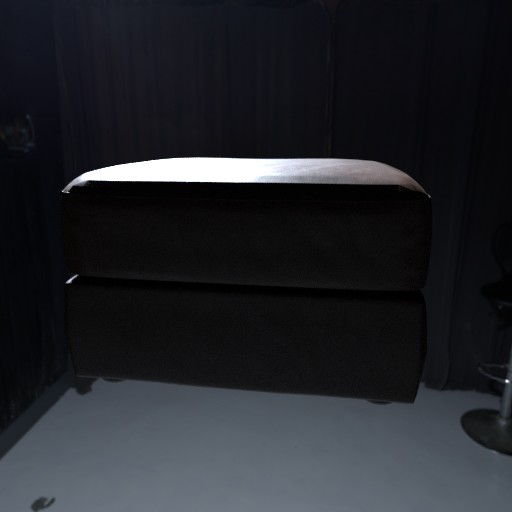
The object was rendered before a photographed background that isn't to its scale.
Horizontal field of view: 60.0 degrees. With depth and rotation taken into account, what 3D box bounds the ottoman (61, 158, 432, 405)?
[{"bbox_3d":[0.000,0.000,1.128,0.751,0.476,0.603,2,15,8],"label":"ottoman"}]
